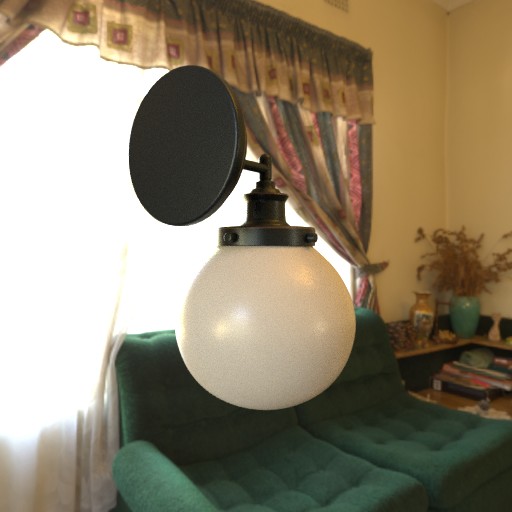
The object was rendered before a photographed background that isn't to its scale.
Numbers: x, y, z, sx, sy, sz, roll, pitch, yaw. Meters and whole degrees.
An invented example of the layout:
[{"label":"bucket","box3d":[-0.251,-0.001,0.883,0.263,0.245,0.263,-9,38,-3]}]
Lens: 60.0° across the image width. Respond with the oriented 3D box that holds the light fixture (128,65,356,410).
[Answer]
[{"label":"light fixture","box3d":[0.000,0.000,0.480,0.197,0.332,0.230,1,1,37]}]
